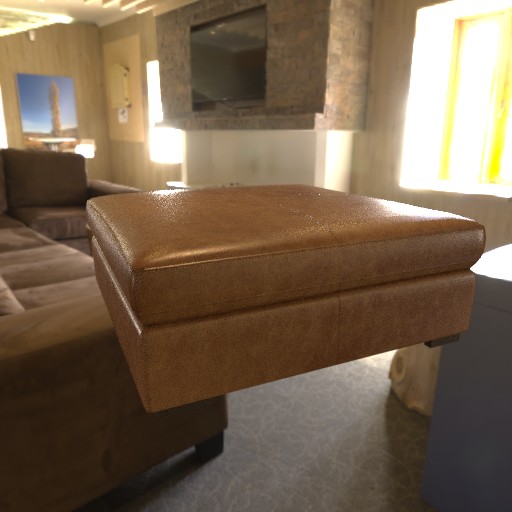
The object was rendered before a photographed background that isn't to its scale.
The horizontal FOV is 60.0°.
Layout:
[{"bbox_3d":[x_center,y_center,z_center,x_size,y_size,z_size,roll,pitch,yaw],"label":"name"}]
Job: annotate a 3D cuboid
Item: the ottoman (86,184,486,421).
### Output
[{"bbox_3d":[0.000,0.000,1.782,1.168,0.483,1.169,-7,17,-24],"label":"ottoman"}]
